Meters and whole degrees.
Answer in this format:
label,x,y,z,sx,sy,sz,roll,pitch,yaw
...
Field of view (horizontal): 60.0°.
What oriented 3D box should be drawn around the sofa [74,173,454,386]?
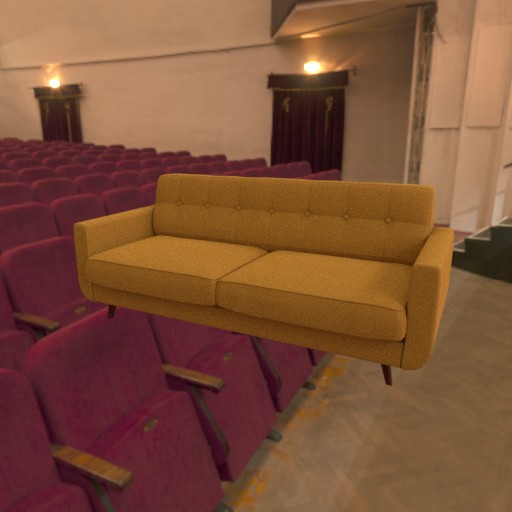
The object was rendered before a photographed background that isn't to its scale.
label,x,y,z,sx,sy,sz,roll,pitch,yaw
sofa,0.000,0.000,2.556,2.029,0.841,0.909,7,17,26
